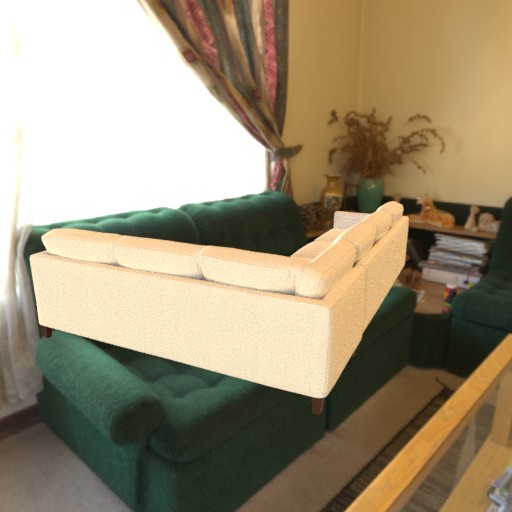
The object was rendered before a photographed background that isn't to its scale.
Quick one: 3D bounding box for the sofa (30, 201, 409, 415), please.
[{"bbox_3d":[0.000,0.000,4.551,2.593,0.947,3.302,8,17,25],"label":"sofa"}]
